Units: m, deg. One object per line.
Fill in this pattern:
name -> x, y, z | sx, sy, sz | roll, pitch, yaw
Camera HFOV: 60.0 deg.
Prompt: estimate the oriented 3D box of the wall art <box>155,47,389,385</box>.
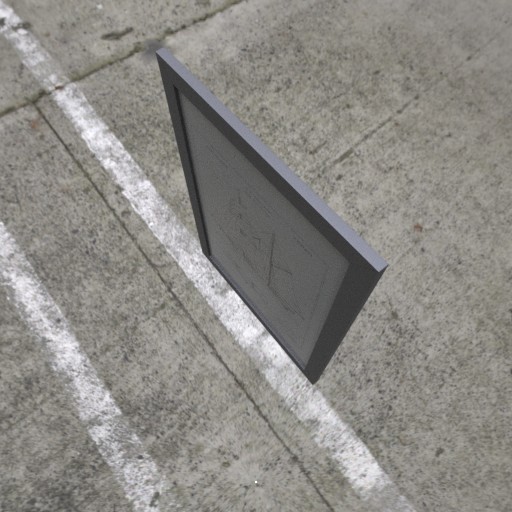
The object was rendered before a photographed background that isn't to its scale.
wall art -> 0.000, 0.000, 0.713 | 0.013, 0.534, 0.380 | -35, 68, -16
